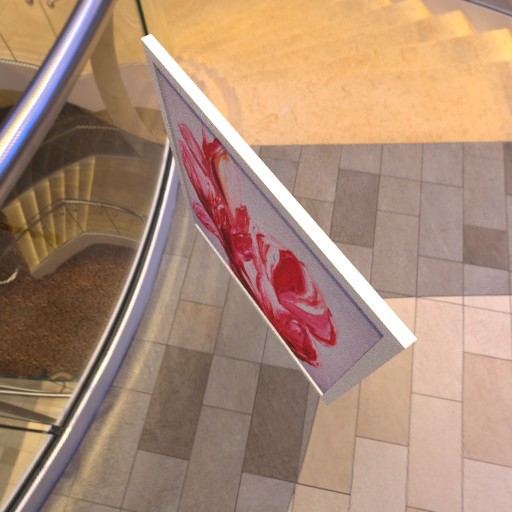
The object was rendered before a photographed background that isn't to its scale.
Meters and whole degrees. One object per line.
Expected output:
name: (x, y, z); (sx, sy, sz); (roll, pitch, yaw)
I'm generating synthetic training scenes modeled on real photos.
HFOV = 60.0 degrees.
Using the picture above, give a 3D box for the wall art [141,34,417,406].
wall art: (0.000, 0.000, 0.961); (0.020, 0.661, 0.664); (-33, 70, -14)
